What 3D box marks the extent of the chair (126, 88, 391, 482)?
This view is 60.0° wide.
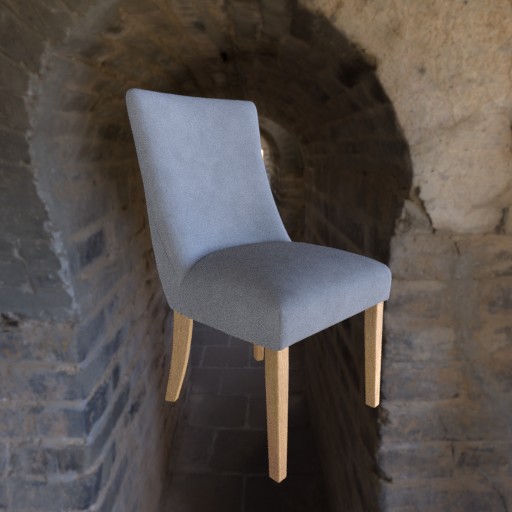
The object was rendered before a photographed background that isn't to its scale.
[{"bbox_3d":[0.000,0.000,1.258,0.610,0.902,0.495,13,18,43],"label":"chair"}]
